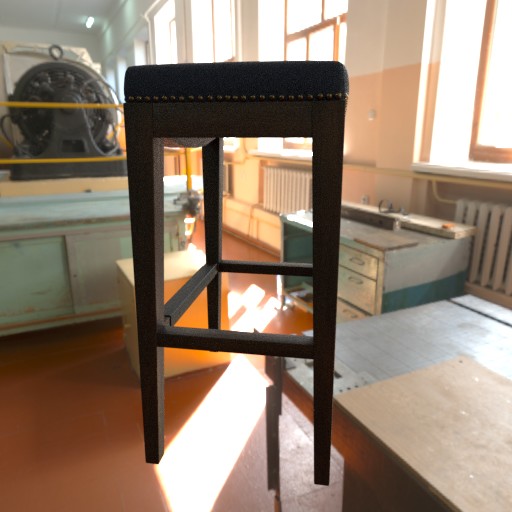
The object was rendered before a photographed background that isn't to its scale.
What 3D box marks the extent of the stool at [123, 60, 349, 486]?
[{"bbox_3d":[0.000,0.000,0.983,0.358,0.740,0.498,3,16,9],"label":"stool"}]
